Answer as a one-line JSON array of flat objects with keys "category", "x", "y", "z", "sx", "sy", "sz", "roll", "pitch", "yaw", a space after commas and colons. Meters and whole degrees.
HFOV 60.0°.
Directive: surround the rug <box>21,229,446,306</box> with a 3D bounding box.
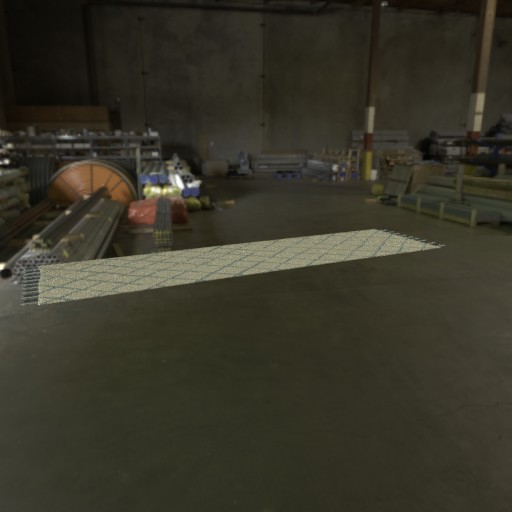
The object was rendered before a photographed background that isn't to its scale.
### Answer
[{"category": "rug", "x": 0.000, "y": 0.000, "z": 2.524, "sx": 2.372, "sy": 0.008, "sz": 0.620, "roll": -7, "pitch": 17, "yaw": -25}]
